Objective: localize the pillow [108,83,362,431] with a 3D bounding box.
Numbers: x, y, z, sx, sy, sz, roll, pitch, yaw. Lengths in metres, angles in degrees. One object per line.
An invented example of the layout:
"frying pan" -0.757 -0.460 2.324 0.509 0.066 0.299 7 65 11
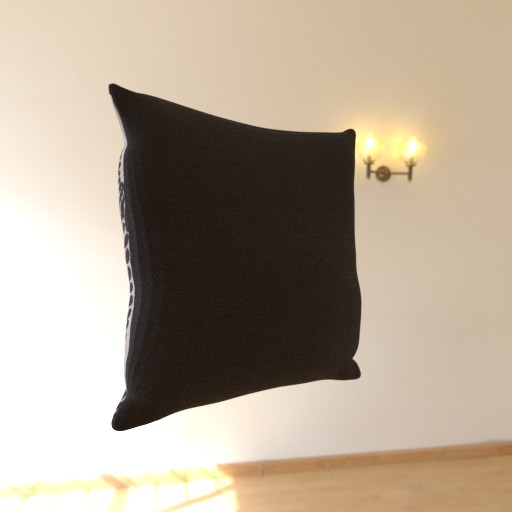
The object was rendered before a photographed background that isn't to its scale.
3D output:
"pillow" 0.000 0.000 0.668 0.440 0.441 0.182 -1 2 -35
